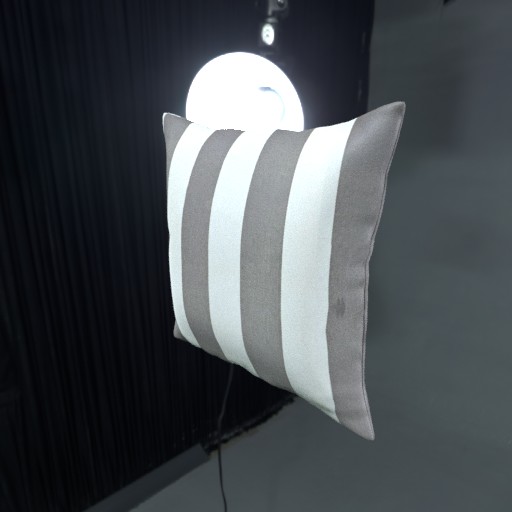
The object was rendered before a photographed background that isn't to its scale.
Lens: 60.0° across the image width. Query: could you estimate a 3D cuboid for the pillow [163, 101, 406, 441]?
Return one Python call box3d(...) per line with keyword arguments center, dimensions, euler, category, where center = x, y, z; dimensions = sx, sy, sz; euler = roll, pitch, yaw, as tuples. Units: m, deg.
box3d(center=(0.000, 0.000, 0.799), dimensions=(0.522, 0.507, 0.192), euler=(15, 22, 42), category="pillow")
